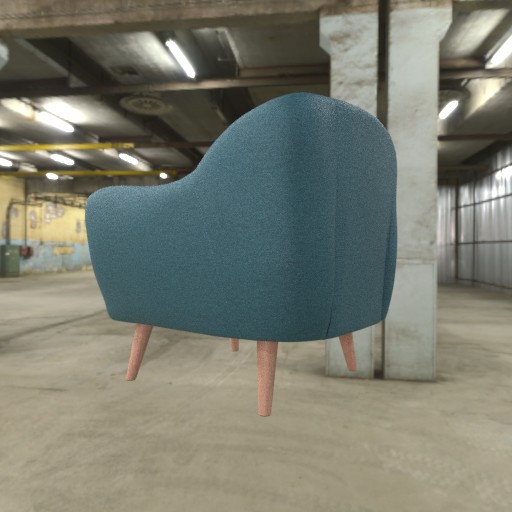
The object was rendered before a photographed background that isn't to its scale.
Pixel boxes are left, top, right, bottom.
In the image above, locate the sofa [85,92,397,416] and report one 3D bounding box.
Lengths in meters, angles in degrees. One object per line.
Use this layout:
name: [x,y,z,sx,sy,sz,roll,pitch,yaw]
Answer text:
sofa: [0.000,0.000,1.500,0.825,0.817,0.836,0,0,36]
